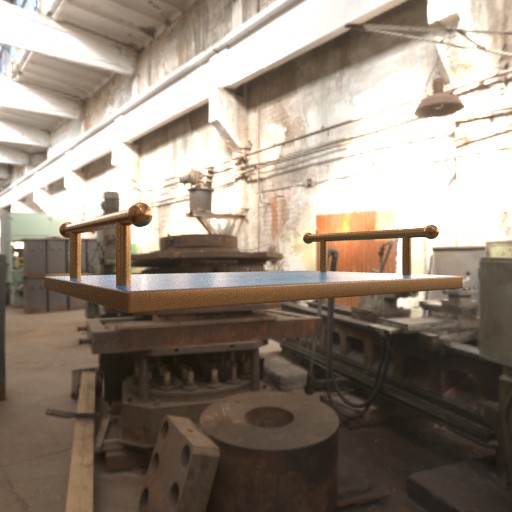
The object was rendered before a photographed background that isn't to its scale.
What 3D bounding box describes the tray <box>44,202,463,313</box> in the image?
[{"bbox_3d":[0.000,0.000,0.569,0.444,0.084,0.304,0,0,-36],"label":"tray"}]
